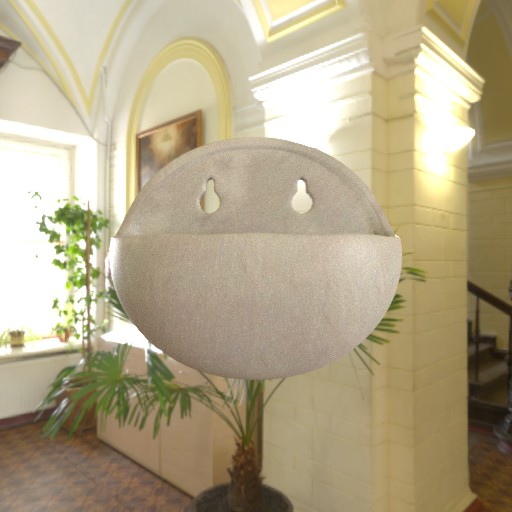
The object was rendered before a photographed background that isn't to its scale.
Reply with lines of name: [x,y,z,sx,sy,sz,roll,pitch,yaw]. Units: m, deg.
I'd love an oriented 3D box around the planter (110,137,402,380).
planter: [0.000,0.000,0.273,0.190,0.164,0.073,0,-1,0]
